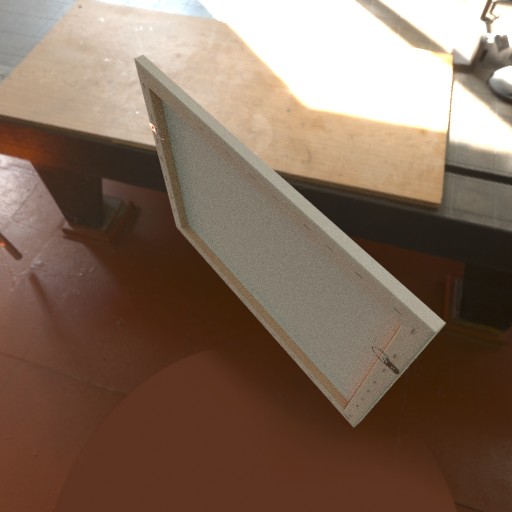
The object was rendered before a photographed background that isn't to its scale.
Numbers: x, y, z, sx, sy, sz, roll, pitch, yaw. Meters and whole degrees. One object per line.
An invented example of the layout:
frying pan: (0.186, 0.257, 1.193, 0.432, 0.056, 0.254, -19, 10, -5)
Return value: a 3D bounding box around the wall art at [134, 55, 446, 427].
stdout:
wall art: (0.000, 0.000, 1.563, 0.042, 0.912, 1.219, -34, 63, -20)
